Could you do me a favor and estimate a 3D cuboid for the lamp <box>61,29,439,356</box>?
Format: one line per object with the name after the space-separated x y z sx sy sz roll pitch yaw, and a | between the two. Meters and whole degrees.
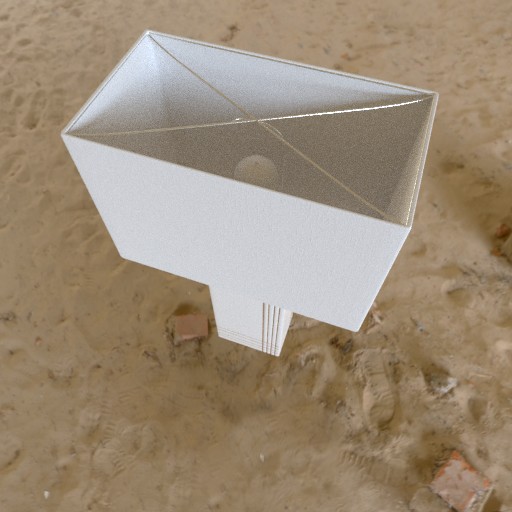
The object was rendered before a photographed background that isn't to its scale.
0.000 0.000 0.668 0.334 0.543 0.182 17 60 10 | lamp
